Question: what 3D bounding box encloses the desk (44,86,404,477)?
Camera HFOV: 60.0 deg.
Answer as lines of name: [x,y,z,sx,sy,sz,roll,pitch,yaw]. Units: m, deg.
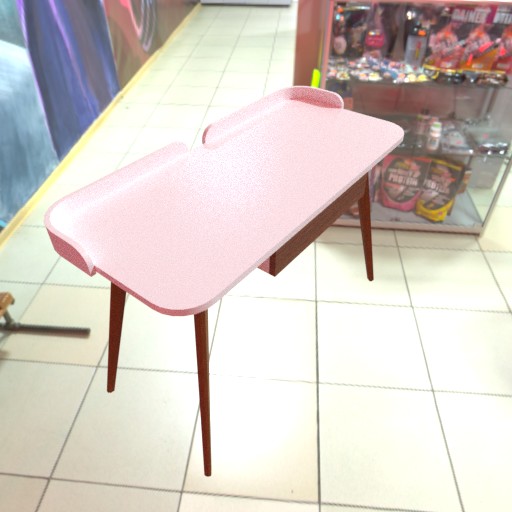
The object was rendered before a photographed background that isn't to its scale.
desk: [0.000,0.000,1.616,0.534,0.807,1.206,27,47,28]
